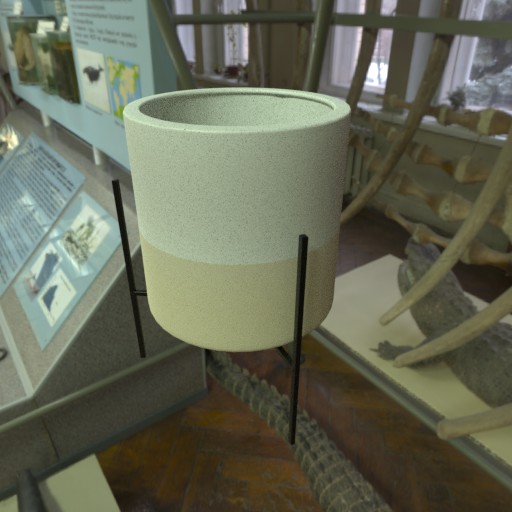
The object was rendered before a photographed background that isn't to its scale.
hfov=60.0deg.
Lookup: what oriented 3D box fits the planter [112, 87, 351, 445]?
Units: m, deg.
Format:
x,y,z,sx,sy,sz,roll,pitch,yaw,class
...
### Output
x,y,z,sx,sy,sz,roll,pitch,yaw,class
0.000,0.000,0.551,0.263,0.362,0.267,-20,34,-31,planter
